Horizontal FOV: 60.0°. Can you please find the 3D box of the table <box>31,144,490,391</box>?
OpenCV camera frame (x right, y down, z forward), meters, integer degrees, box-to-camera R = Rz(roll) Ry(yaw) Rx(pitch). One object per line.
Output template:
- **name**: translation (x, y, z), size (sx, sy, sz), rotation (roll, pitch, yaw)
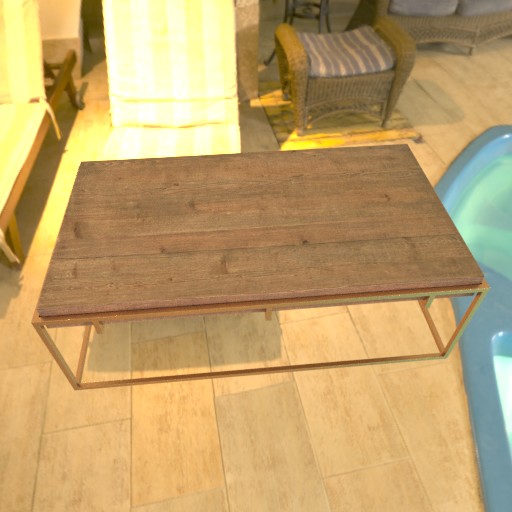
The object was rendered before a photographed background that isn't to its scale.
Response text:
- **table**: translation (0.000, 0.000, 1.738), size (1.387, 0.468, 0.775), rotation (-4, 47, -4)
